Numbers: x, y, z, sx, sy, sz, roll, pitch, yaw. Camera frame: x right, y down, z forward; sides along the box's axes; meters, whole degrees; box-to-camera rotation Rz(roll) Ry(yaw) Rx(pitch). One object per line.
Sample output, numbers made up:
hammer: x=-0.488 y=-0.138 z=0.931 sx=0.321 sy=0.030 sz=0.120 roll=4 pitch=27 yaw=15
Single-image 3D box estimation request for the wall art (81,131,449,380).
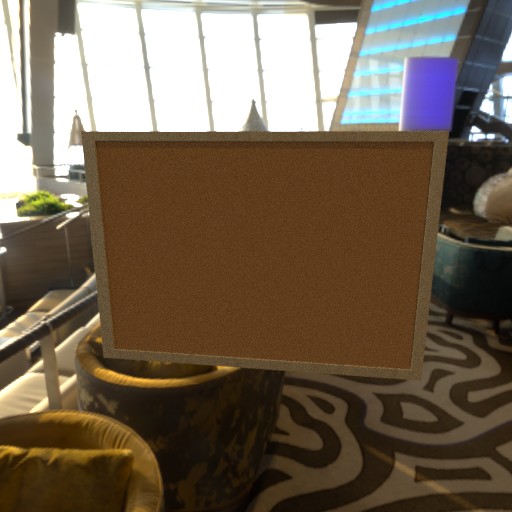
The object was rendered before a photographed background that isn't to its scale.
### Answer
wall art: x=0.000 y=0.000 z=0.701 sx=0.532 sy=0.380 sz=0.032 roll=2 pitch=16 yaw=8
